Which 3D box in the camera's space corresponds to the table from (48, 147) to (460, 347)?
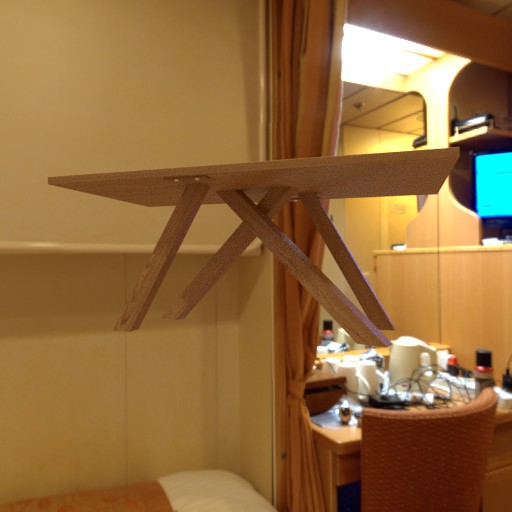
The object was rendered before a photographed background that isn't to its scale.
[{"bbox_3d":[0.000,0.000,2.262,1.797,0.750,0.901,0,-1,18],"label":"table"}]
